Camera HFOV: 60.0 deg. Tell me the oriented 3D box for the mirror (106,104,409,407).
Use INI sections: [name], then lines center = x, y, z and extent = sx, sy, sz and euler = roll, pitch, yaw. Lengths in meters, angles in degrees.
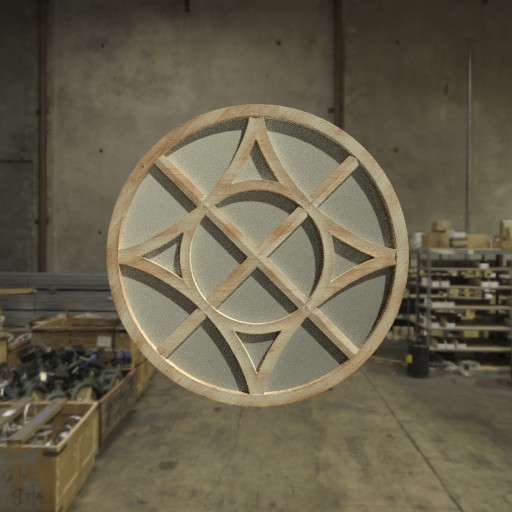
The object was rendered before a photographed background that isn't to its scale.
[mirror]
center = 0.000, 0.000, 1.060
extent = 0.710, 0.710, 0.038
euler = 0, 1, 2
